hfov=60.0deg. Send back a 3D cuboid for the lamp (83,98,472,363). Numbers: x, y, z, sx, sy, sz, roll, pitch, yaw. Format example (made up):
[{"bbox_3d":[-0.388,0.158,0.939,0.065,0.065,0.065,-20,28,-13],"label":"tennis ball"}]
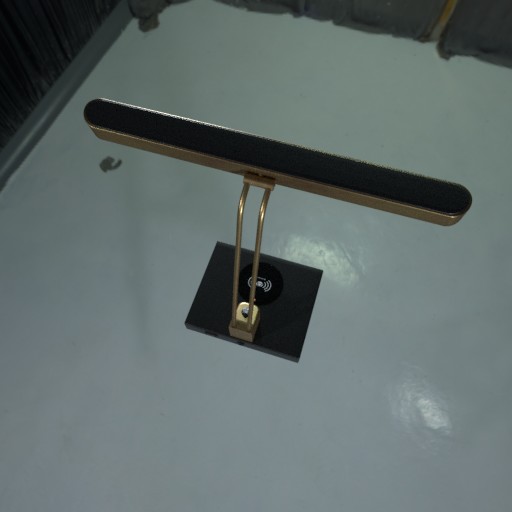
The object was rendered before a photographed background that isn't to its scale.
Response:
[{"bbox_3d":[0.000,0.000,0.578,0.412,0.345,0.156,16,65,8],"label":"lamp"}]
